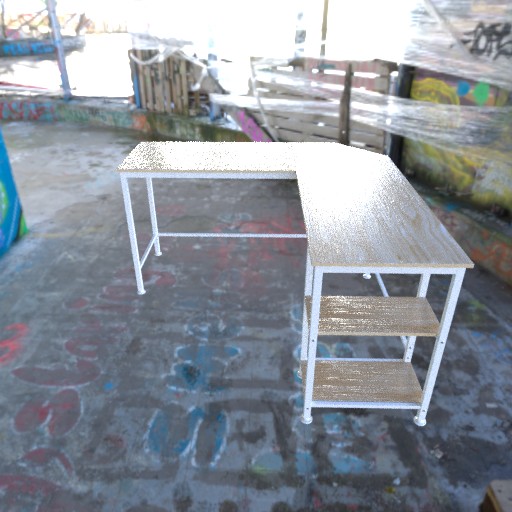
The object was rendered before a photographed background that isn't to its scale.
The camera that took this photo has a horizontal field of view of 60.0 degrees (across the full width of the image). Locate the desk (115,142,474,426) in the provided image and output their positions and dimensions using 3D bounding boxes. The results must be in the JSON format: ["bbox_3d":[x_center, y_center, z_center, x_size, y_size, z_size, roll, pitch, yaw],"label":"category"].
[{"bbox_3d":[0.000,0.000,2.163,1.379,0.739,1.379,1,30,1],"label":"desk"}]
